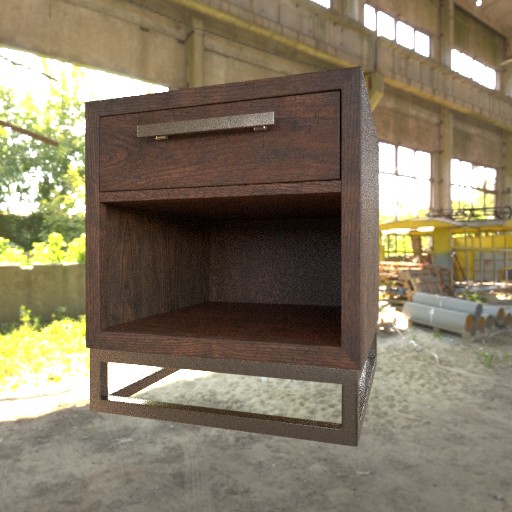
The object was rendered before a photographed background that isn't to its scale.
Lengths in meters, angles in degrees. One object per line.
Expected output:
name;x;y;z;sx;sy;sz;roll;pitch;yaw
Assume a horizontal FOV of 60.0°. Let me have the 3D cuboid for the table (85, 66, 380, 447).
table;0.000;0.000;0.995;0.506;0.582;0.566;0;1;18
